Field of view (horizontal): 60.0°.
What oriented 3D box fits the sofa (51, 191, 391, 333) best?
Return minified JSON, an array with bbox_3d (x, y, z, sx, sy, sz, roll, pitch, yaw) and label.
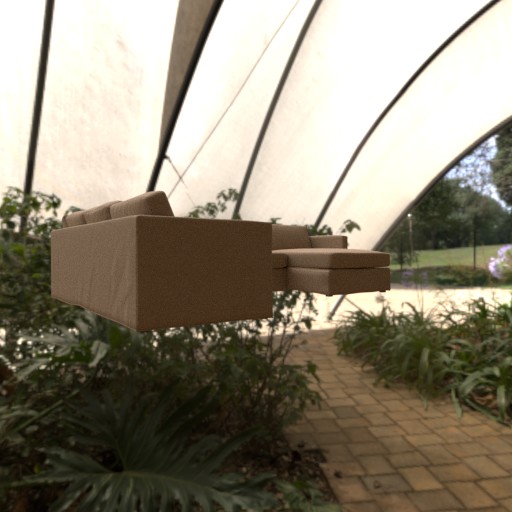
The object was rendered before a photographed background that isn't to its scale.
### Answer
[{"bbox_3d":[0.000,0.000,4.566,3.460,0.882,2.427,0,1,-36],"label":"sofa"}]
